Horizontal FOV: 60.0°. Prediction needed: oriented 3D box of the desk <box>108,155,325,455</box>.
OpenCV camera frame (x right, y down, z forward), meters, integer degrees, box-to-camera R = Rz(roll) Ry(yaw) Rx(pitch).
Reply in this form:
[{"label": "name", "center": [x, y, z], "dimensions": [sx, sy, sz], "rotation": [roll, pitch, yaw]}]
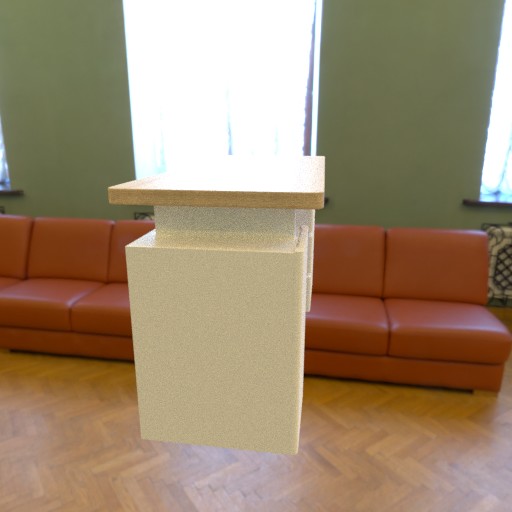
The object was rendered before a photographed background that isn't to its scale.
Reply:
[{"label": "desk", "center": [0.000, 0.000, 1.895], "dimensions": [0.550, 0.755, 1.500], "rotation": [2, 16, 8]}]
